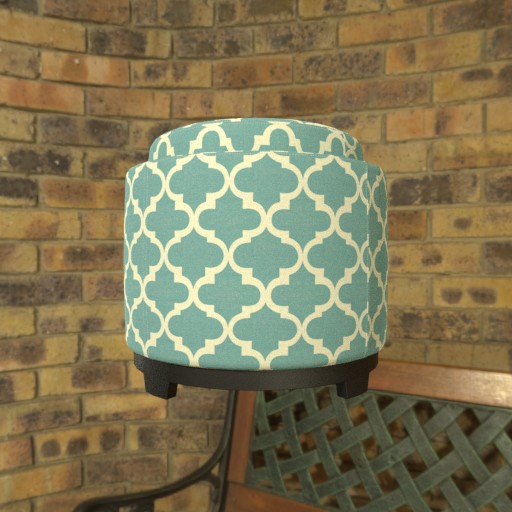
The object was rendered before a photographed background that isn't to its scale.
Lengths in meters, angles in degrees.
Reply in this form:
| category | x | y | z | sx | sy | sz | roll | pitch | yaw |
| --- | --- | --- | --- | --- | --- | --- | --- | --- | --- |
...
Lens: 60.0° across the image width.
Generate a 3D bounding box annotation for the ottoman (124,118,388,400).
| category | x | y | z | sx | sy | sz | roll | pitch | yaw |
| --- | --- | --- | --- | --- | --- | --- | --- | --- | --- |
| ottoman | 0.000 | 0.000 | 0.839 | 0.480 | 0.429 | 0.480 | 0 | 0 | 0 |
